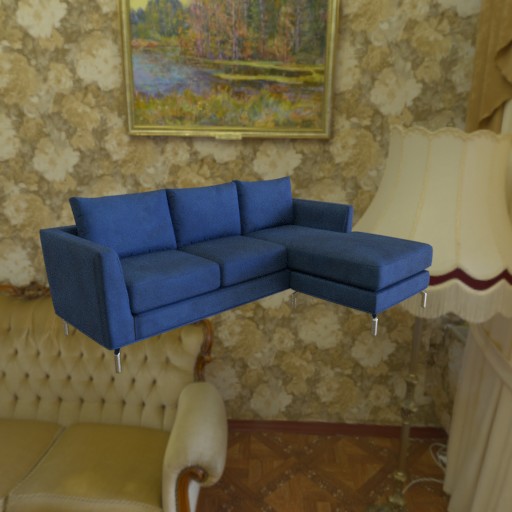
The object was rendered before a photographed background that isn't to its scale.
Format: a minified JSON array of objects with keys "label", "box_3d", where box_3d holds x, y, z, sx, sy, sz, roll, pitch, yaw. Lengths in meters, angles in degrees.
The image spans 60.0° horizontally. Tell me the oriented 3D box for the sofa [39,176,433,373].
[{"label":"sofa","box_3d":[0.000,0.000,3.253,2.438,0.987,1.622,-14,20,-43]}]
